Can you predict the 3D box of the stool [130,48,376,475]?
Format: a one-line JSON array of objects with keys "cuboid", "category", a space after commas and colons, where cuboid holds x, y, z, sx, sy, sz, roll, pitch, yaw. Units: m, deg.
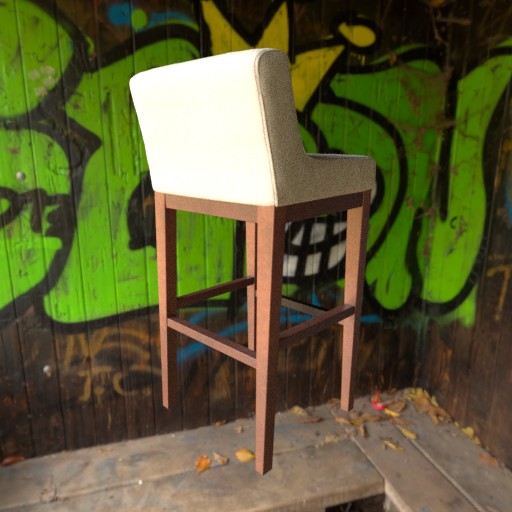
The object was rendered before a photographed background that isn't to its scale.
[{"cuboid": [0.000, 0.000, 1.323, 0.511, 1.037, 0.500, 14, 20, 43], "category": "stool"}]
